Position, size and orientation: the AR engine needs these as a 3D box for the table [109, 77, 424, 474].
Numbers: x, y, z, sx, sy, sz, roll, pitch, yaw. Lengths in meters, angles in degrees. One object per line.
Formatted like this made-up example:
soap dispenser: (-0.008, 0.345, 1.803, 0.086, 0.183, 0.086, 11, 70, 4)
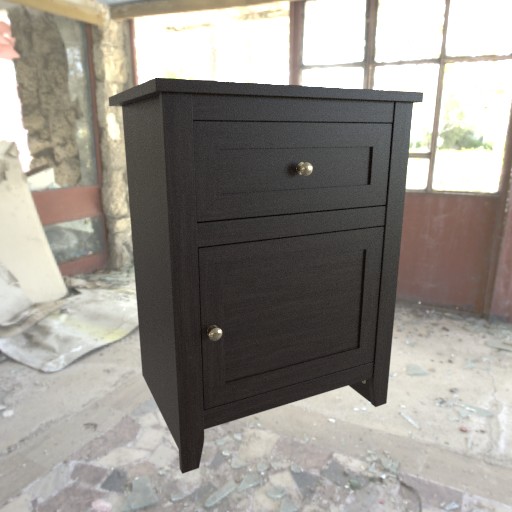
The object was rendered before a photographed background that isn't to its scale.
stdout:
table: (0.000, 0.000, 0.926, 0.480, 0.635, 0.381, -8, 17, -26)
